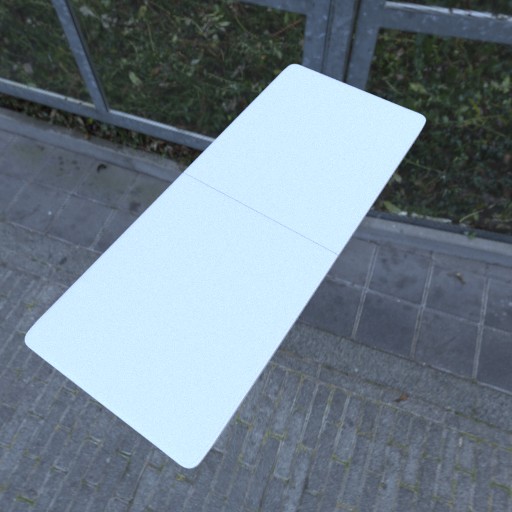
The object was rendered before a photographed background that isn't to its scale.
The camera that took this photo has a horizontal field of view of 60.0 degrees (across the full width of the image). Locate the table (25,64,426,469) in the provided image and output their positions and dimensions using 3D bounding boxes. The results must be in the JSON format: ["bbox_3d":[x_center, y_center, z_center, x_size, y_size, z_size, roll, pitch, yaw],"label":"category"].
[{"bbox_3d":[0.000,0.000,2.123,0.761,0.719,1.829,30,63,17],"label":"table"}]
